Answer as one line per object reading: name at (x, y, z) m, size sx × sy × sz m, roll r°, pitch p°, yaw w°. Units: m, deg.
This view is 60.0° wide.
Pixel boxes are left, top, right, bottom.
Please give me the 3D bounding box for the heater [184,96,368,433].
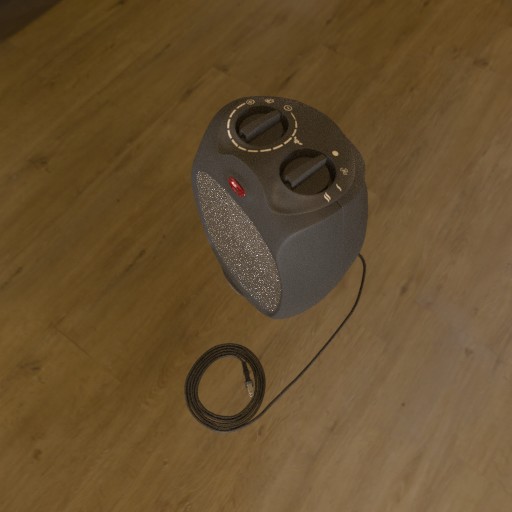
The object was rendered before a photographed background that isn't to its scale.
heater at (0.000, 0.000, 0.460) m, size 0.291 × 0.240 × 0.239 m, roll -35°, pitch 69°, yaw -15°
